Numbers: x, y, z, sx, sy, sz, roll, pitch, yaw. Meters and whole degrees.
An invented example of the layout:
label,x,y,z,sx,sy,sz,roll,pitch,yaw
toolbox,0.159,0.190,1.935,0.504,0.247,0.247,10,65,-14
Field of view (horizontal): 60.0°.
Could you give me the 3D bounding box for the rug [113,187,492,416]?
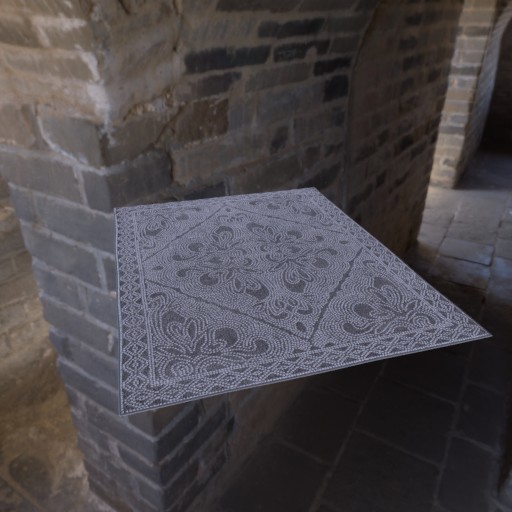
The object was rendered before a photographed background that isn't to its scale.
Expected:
label,x,y,z,sx,sy,sz,roll,pitch,yaw
rug,0.000,0.000,3.943,2.438,0.012,3.048,-8,30,-14
